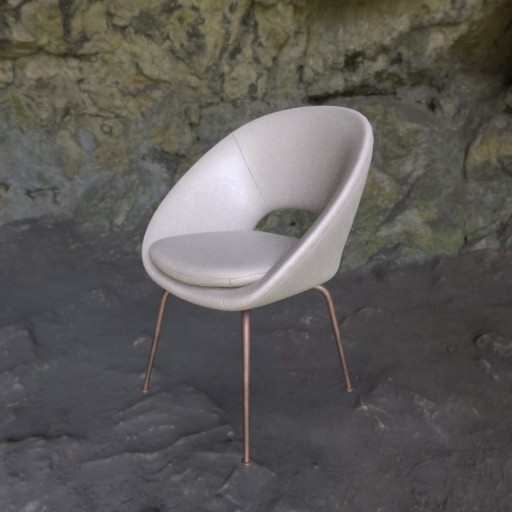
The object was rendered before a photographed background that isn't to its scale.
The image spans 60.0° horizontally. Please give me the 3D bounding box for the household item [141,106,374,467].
[{"bbox_3d":[0.000,0.000,1.297,0.623,0.852,0.573,15,21,42],"label":"household item"}]
